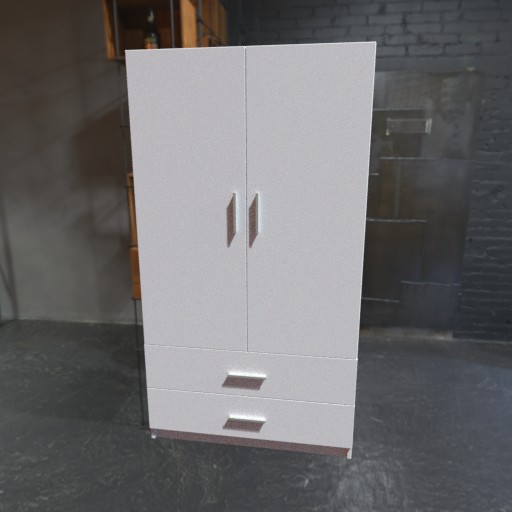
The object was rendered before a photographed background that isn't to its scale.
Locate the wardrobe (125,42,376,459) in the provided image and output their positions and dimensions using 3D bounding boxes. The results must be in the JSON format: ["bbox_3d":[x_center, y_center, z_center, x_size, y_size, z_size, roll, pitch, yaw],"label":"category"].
[{"bbox_3d":[0.000,0.000,2.194,0.991,1.808,0.577,2,14,9],"label":"wardrobe"}]
